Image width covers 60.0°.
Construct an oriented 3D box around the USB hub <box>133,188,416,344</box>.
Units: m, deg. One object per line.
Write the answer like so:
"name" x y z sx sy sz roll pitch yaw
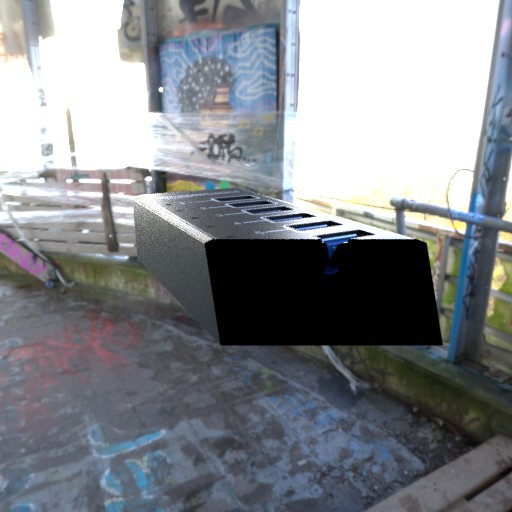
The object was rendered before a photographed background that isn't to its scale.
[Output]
"USB hub" 0.000 0.000 0.127 0.044 0.023 0.110 -9 19 -27
